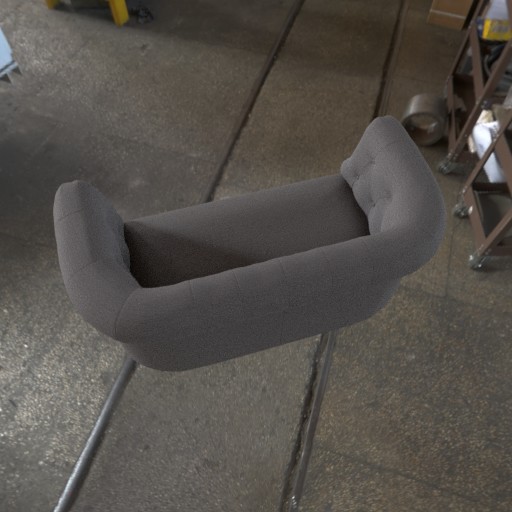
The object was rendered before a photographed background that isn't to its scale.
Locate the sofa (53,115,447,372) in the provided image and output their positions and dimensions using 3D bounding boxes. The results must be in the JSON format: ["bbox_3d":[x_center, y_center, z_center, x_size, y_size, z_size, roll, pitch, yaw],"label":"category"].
[{"bbox_3d":[0.000,0.000,2.055,1.558,0.827,0.835,-14,59,-9],"label":"sofa"}]
